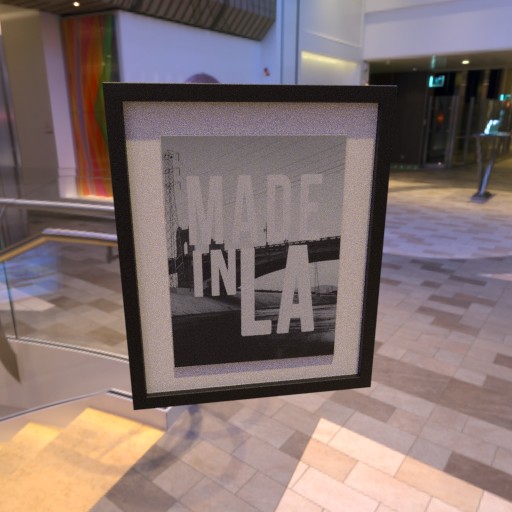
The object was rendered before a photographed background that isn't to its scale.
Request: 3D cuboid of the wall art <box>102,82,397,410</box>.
[{"bbox_3d":[0.000,0.000,0.773,0.457,0.559,0.028,-3,17,-9],"label":"wall art"}]
